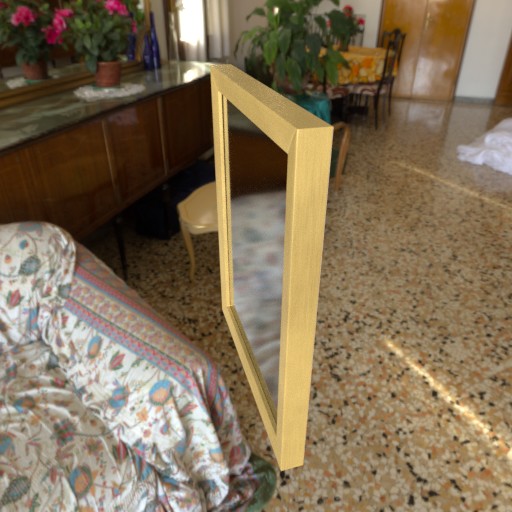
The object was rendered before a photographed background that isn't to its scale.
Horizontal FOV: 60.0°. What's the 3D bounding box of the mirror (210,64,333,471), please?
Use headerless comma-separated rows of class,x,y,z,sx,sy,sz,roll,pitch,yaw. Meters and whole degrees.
mirror,0.000,0.000,0.701,0.041,0.508,0.405,-9,32,-14
